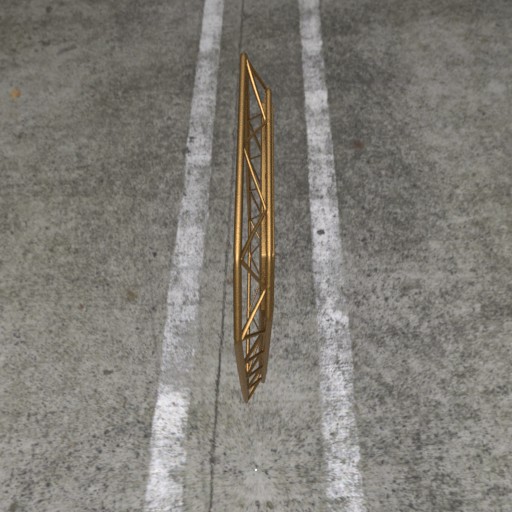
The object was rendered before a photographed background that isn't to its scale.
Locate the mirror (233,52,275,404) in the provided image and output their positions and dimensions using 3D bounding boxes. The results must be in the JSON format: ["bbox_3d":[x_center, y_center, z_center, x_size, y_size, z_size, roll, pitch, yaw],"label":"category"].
[{"bbox_3d":[0.000,0.000,0.728,0.042,0.566,0.417,0,64,0],"label":"mirror"}]
